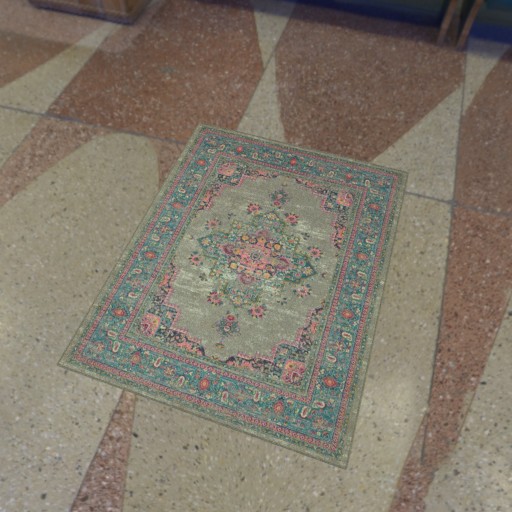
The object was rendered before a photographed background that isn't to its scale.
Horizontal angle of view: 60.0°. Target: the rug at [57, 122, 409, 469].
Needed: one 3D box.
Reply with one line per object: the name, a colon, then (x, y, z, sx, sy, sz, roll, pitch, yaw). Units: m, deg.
rug: (0.000, 0.000, 4.197, 2.434, 0.013, 3.057, 16, 60, 10)
